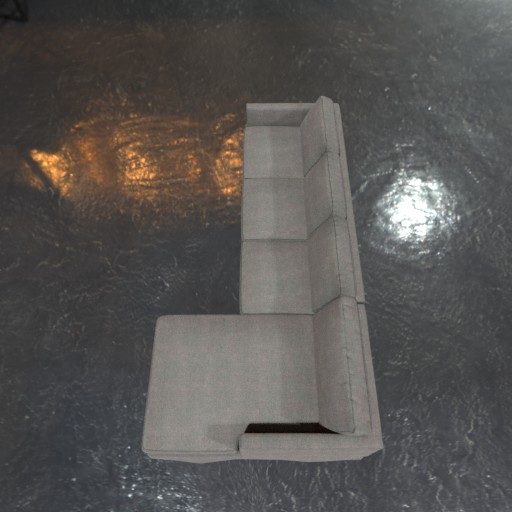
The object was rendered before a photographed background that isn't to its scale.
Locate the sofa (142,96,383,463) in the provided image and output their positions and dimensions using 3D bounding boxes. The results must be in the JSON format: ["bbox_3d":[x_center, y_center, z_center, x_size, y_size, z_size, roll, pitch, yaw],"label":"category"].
[{"bbox_3d":[0.000,0.000,3.839,1.650,0.922,3.205,0,60,0],"label":"sofa"}]
